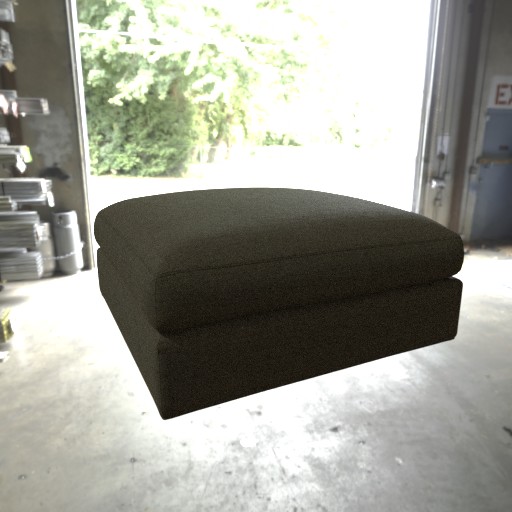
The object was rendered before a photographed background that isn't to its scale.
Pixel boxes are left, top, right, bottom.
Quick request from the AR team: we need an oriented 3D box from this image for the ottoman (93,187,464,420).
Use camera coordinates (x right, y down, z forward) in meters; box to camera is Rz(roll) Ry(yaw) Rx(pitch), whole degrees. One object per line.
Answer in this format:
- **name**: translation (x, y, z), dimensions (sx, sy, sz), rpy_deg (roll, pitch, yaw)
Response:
- **ottoman**: translation (0.000, 0.000, 1.660), dimensions (1.041, 0.470, 1.041), rpy_deg (-7, 16, -26)
